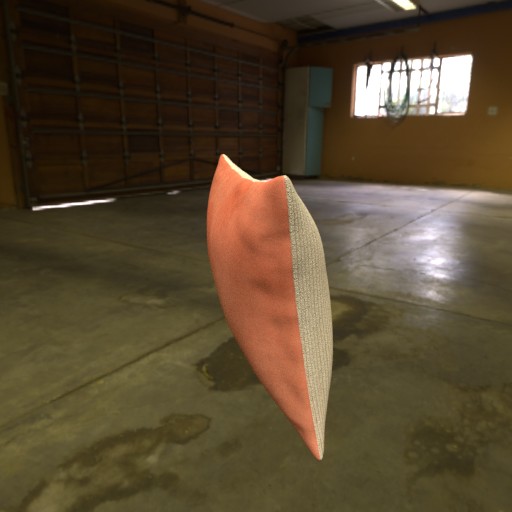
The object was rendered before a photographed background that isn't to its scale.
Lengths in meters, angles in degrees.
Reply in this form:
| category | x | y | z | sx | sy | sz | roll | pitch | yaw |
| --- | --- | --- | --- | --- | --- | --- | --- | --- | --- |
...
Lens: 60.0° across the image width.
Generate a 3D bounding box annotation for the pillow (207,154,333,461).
| category | x | y | z | sx | sy | sz | roll | pitch | yaw |
| --- | --- | --- | --- | --- | --- | --- | --- | --- | --- |
| pillow | 0.000 | 0.000 | 0.726 | 0.155 | 0.307 | 0.608 | -2 | 15 | -9 |
